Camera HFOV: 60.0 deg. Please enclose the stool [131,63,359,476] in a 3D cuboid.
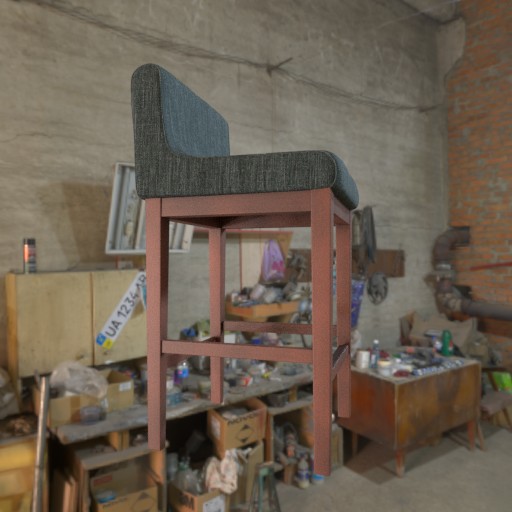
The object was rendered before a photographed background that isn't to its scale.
[{"bbox_3d":[0.000,0.000,1.068,0.459,0.835,0.395,0,-1,18],"label":"stool"}]
